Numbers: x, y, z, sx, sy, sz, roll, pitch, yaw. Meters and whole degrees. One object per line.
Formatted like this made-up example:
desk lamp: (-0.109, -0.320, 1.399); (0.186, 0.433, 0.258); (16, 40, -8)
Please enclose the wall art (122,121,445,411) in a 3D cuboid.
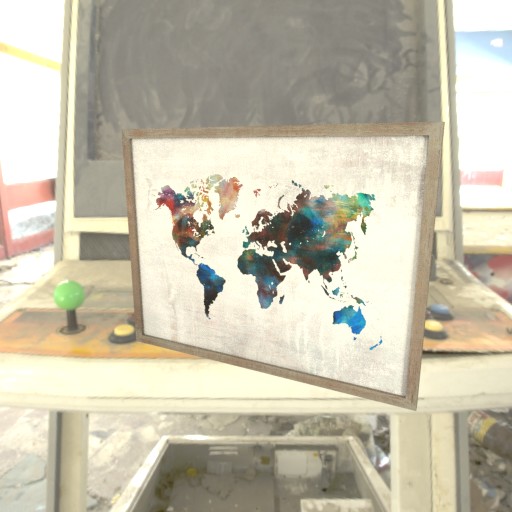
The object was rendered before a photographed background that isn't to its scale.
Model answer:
wall art: (0.000, 0.000, 1.376); (1.012, 0.774, 0.019); (7, 15, 26)
